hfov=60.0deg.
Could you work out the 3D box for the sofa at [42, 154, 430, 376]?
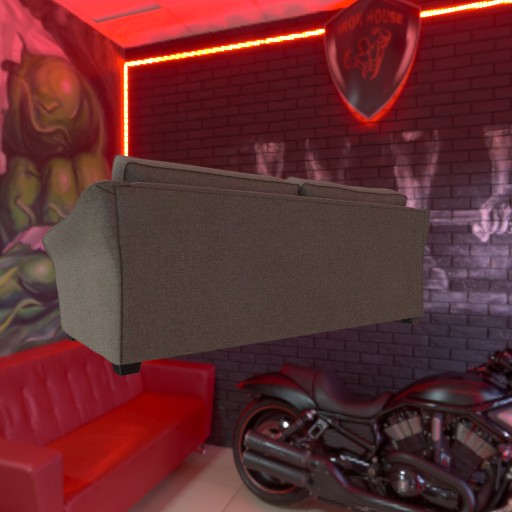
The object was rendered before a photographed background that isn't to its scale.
[{"bbox_3d":[0.000,0.000,2.704,2.270,0.906,0.986,-1,1,-37],"label":"sofa"}]
